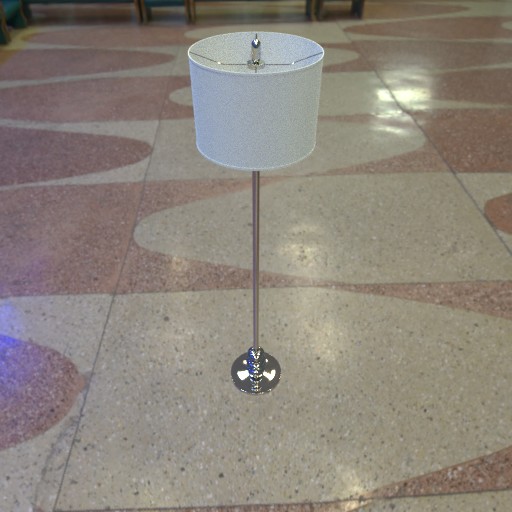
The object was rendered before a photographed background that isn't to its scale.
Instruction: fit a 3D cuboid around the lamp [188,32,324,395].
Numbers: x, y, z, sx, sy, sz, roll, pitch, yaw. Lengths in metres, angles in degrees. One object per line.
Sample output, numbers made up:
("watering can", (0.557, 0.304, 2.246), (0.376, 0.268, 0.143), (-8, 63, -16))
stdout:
("lamp", (0.000, 0.000, 1.637), (0.356, 1.487, 0.356), (0, 41, 0))
